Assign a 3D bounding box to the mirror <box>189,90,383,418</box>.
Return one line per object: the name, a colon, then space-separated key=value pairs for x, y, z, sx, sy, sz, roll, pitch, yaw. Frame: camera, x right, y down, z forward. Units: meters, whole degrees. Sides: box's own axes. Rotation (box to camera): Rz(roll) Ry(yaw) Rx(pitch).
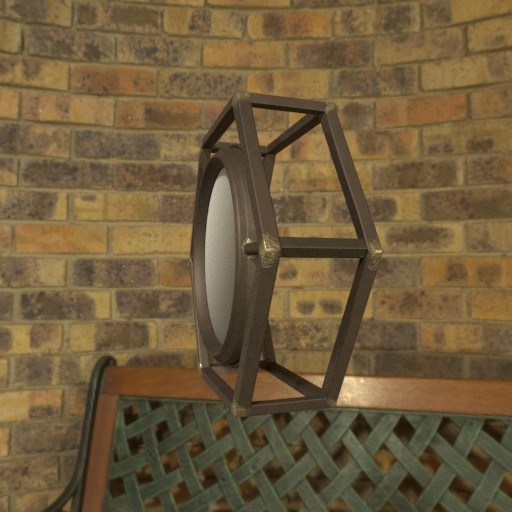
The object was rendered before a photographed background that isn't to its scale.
mirror: x=0.000 y=0.000 z=0.562 sx=0.119 sy=0.334 sz=0.380 roll=1 pitch=-2 yaw=-18
